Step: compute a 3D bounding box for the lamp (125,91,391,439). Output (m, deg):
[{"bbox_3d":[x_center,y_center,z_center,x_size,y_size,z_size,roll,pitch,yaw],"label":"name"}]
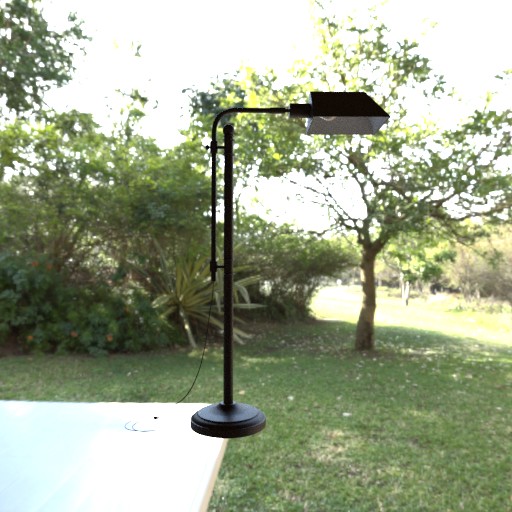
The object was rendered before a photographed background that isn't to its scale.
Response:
[{"bbox_3d":[0.000,0.000,0.943,0.545,0.708,0.159,0,-2,-1],"label":"lamp"}]
